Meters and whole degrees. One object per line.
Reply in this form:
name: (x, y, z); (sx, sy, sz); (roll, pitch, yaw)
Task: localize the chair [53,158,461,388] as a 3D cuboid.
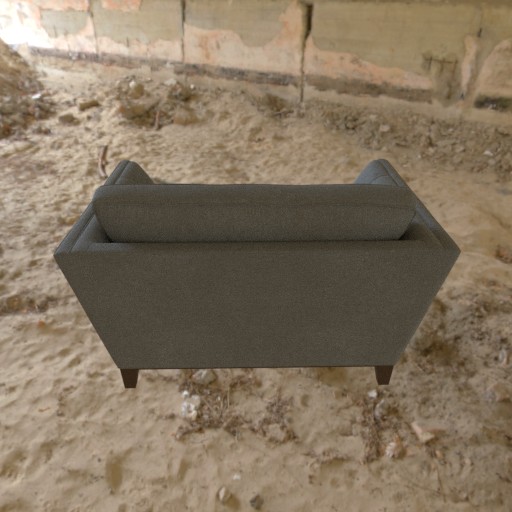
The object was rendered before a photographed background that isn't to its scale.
chair: (0.000, 0.000, 2.068); (1.396, 0.942, 0.965); (-1, 31, -1)
